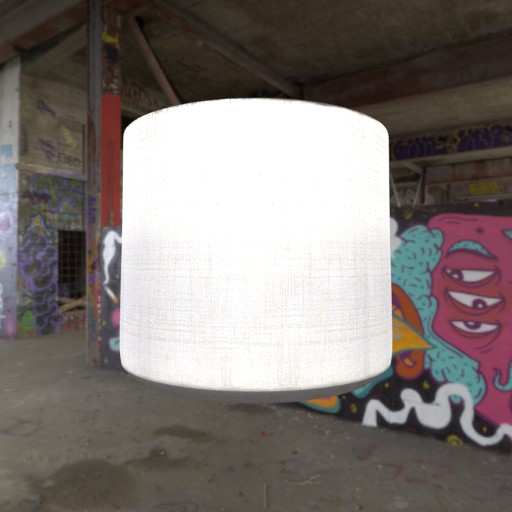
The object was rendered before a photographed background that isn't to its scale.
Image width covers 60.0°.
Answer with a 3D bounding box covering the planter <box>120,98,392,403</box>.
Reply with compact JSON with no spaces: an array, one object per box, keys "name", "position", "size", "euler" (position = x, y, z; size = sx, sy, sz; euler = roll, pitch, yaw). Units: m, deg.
[{"name":"planter","position":[0.000,0.000,0.433],"size":[0.254,0.221,0.254],"euler":[0,-1,0]}]
